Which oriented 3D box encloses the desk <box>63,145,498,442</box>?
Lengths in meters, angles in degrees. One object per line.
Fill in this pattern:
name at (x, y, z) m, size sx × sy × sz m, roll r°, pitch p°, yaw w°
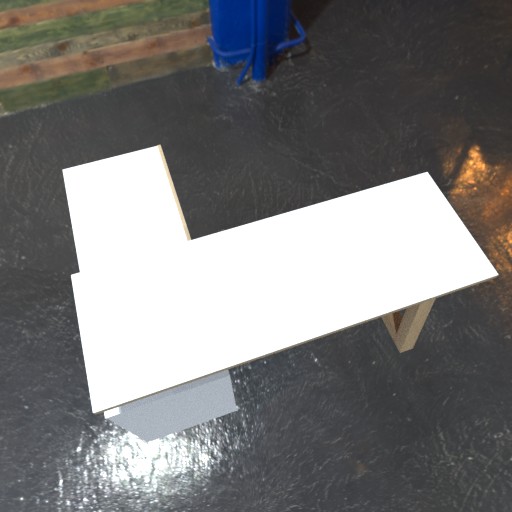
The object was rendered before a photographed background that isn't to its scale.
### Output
desk at (0.000, 0.000, 2.010) m, size 1.404 × 0.755 × 1.098 m, roll -17°, pitch 62°, yaw -9°
